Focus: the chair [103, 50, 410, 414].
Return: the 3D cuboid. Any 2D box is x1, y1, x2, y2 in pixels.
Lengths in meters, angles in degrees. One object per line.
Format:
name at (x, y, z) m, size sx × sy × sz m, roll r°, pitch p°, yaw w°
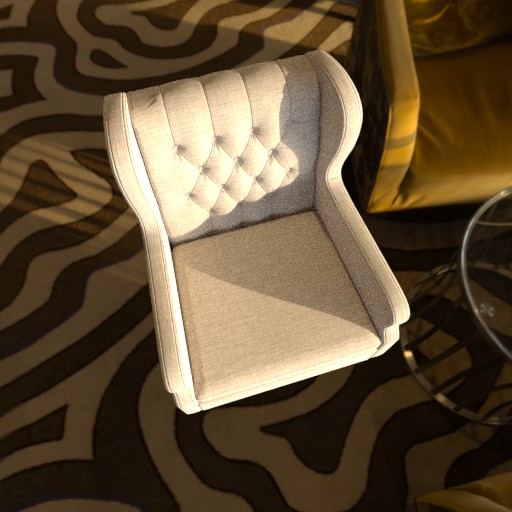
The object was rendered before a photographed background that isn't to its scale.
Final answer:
chair at (0.000, 0.000, 1.441) m, size 0.710 × 0.930 × 0.760 m, roll -15°, pitch 65°, yaw -7°
